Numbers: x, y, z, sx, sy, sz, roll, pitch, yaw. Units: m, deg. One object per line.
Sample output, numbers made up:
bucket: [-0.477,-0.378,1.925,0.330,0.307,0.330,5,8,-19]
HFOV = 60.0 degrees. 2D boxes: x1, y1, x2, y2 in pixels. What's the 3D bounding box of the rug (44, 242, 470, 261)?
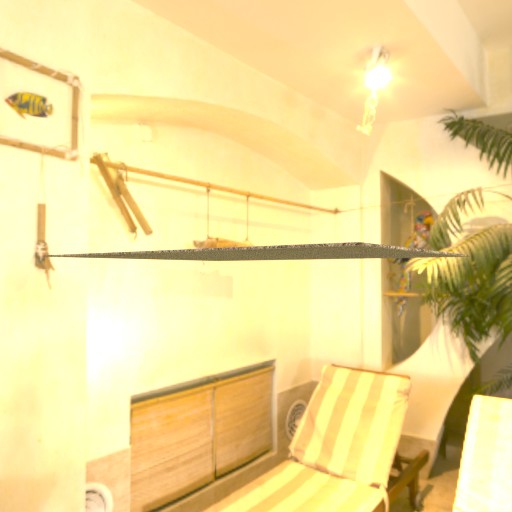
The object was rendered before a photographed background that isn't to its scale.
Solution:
rug: [0.000,0.000,4.167,3.204,0.017,2.448,-1,-2,37]
